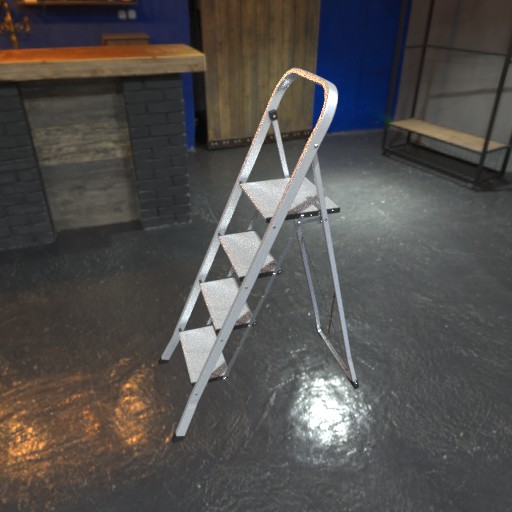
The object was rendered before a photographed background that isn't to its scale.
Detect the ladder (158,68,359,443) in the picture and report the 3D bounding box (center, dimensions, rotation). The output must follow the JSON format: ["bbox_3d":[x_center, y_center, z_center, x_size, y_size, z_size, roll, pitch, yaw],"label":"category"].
[{"bbox_3d":[0.000,0.000,1.687,0.830,1.290,0.465,-9,33,-15],"label":"ladder"}]
